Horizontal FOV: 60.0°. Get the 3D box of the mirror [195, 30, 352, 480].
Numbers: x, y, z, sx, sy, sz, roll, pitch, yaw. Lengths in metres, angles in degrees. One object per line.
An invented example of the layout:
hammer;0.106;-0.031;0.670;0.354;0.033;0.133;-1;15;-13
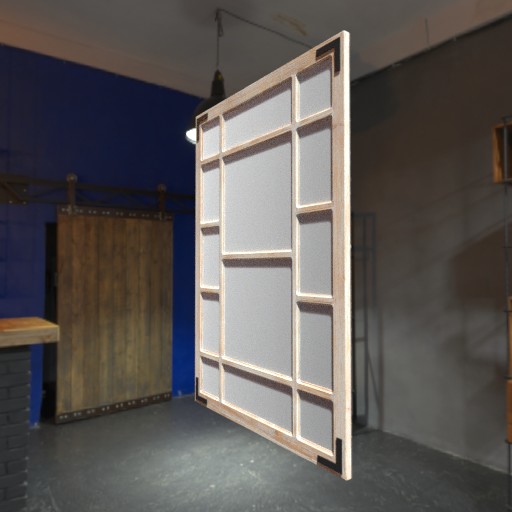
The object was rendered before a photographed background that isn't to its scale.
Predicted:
mirror;0.000;0.000;1.271;0.025;0.996;0.705;1;-2;-35
